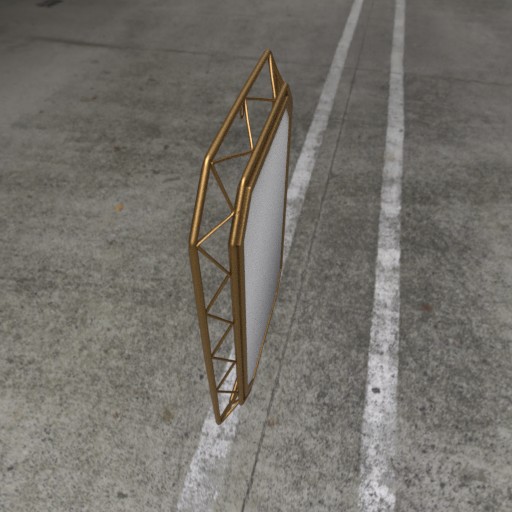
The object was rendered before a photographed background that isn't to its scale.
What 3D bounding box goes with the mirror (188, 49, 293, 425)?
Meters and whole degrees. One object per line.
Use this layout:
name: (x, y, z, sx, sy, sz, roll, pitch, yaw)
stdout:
mirror: (0.000, 0.000, 0.734, 0.042, 0.566, 0.417, 10, 48, 9)
